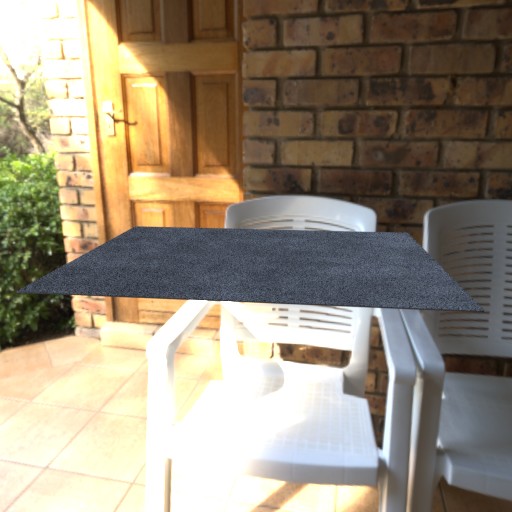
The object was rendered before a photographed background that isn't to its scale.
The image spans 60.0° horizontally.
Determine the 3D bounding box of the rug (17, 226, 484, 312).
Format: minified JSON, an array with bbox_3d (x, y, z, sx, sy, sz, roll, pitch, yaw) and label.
[{"bbox_3d":[0.000,0.000,2.861,2.235,0.008,1.600,2,16,6],"label":"rug"}]
